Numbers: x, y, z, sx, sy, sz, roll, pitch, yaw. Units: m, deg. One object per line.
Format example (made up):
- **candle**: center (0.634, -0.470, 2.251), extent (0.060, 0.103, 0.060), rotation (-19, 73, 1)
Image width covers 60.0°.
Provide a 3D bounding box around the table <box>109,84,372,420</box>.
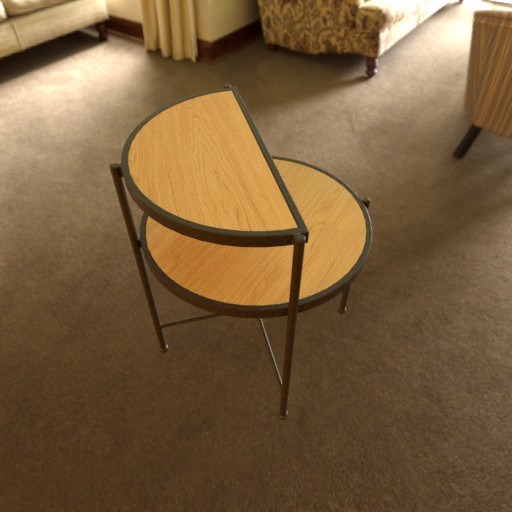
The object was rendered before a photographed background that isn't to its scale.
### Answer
- **table**: center (0.000, 0.000, 1.203), extent (0.628, 0.684, 0.629), rotation (-11, 47, -10)
